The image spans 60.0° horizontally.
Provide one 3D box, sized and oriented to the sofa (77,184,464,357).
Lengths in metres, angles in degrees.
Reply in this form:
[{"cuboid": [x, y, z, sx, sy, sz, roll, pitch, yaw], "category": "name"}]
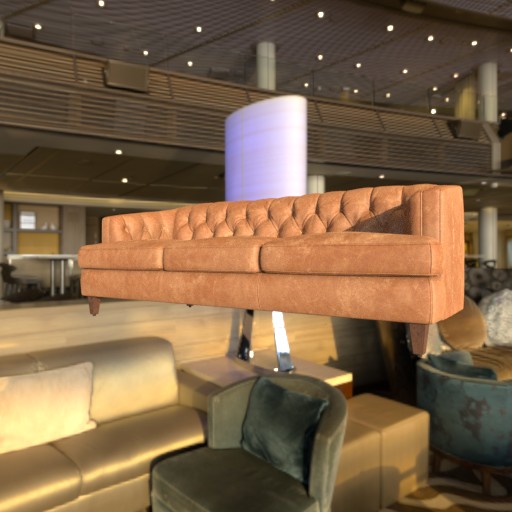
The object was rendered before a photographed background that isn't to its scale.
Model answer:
[{"cuboid": [0.000, 0.000, 2.628, 2.257, 0.791, 0.922, 0, 0, 35], "category": "sofa"}]
